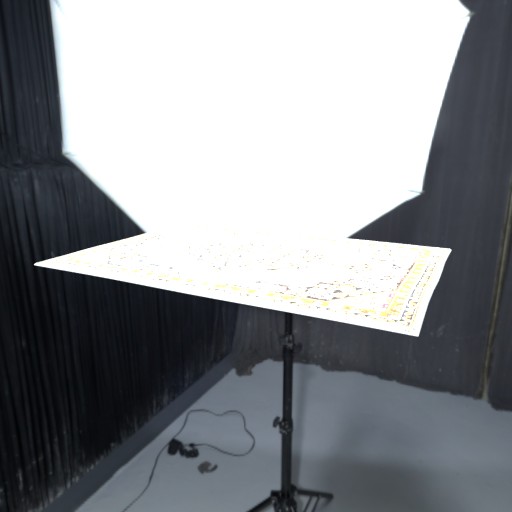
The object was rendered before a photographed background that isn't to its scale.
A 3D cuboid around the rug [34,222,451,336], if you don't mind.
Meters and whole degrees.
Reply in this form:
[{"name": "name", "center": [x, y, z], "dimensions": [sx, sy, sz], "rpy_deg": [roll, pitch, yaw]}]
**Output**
[{"name": "rug", "center": [0.000, 0.000, 3.742], "dimensions": [2.901, 0.026, 2.043], "rpy_deg": [7, 16, 26]}]
